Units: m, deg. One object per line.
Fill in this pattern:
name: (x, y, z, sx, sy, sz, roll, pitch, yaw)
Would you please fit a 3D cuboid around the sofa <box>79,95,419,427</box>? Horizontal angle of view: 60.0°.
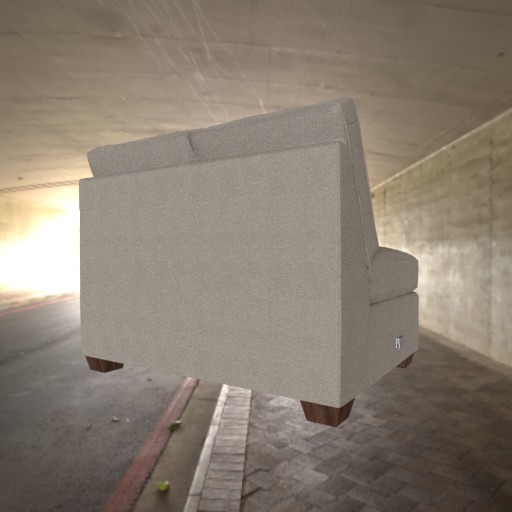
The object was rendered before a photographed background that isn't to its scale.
sofa: (0.000, 0.000, 2.005, 1.232, 1.006, 0.978, 0, 1, 33)
